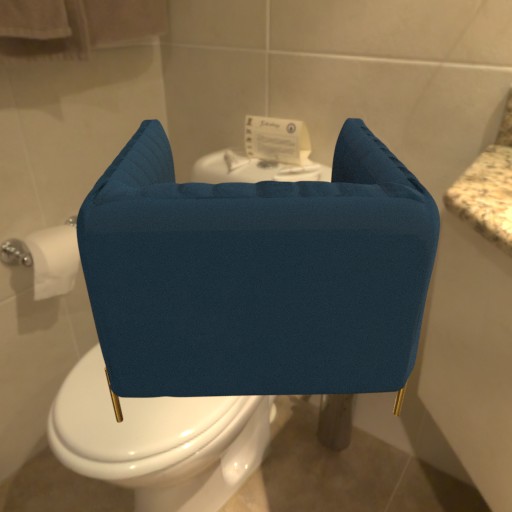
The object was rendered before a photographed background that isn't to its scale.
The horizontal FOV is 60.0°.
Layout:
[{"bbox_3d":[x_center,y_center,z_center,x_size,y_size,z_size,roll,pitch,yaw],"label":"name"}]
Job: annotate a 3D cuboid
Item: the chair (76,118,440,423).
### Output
[{"bbox_3d":[0.000,0.000,1.563,0.947,0.793,0.877,-1,30,-1],"label":"chair"}]
